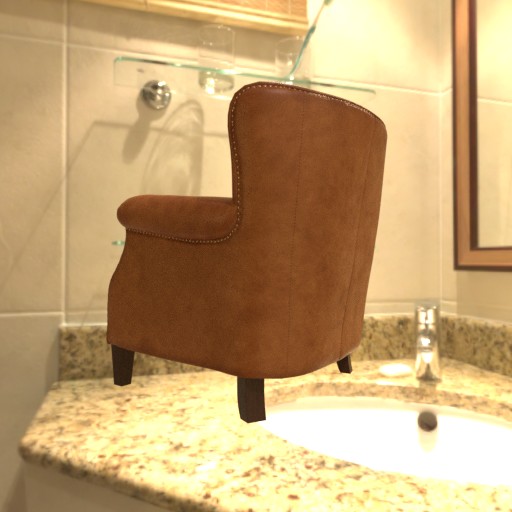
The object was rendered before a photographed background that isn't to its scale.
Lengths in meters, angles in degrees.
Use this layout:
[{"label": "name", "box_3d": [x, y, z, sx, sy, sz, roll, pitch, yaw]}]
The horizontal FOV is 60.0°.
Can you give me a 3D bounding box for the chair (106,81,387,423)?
[{"label": "chair", "box_3d": [0.000, 0.000, 1.647, 0.921, 0.936, 0.861, 0, -1, 36]}]
